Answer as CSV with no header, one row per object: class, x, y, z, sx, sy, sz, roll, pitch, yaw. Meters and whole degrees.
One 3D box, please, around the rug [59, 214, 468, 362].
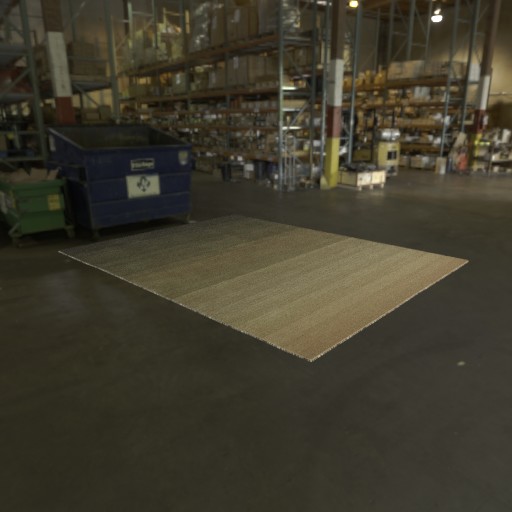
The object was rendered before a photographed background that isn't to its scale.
rug,0.000,0.000,4.015,2.932,0.015,2.315,15,23,41
